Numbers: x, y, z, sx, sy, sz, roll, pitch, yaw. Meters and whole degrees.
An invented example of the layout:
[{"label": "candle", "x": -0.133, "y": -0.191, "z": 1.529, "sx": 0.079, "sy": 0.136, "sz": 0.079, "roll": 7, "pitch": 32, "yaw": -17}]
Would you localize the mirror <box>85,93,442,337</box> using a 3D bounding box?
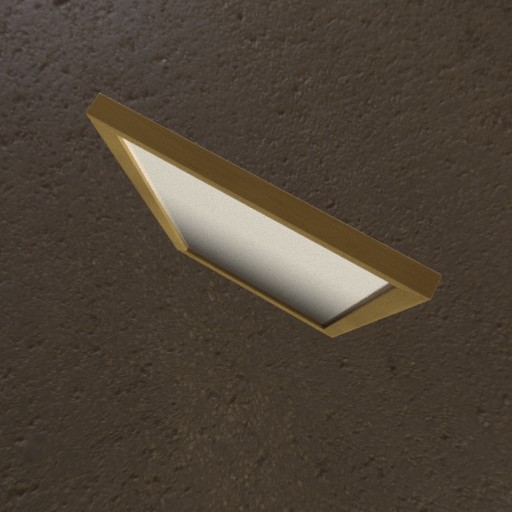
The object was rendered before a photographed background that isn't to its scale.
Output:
[{"label": "mirror", "x": 0.000, "y": 0.000, "z": 0.912, "sx": 0.507, "sy": 0.710, "sz": 0.040, "roll": 29, "pitch": 78, "yaw": 7}]
